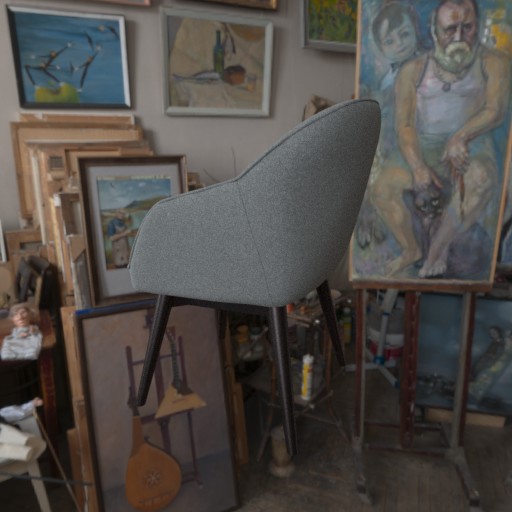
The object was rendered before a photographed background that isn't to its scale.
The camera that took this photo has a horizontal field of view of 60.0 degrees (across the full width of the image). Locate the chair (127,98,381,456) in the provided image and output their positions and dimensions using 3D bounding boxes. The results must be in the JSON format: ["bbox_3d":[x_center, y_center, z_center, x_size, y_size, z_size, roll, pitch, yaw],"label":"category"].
[{"bbox_3d":[0.000,0.000,1.239,0.611,0.810,0.589,7,17,24],"label":"chair"}]
